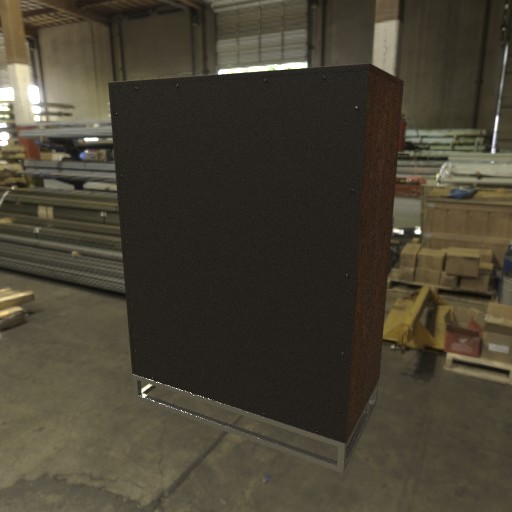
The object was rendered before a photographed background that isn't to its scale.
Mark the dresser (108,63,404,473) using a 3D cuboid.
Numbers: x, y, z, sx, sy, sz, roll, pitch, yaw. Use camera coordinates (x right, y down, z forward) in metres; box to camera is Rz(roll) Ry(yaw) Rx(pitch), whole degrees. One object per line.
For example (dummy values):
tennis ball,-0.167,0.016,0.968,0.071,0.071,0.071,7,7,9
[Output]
dresser,0.000,0.000,1.797,0.965,1.321,0.508,8,17,27
